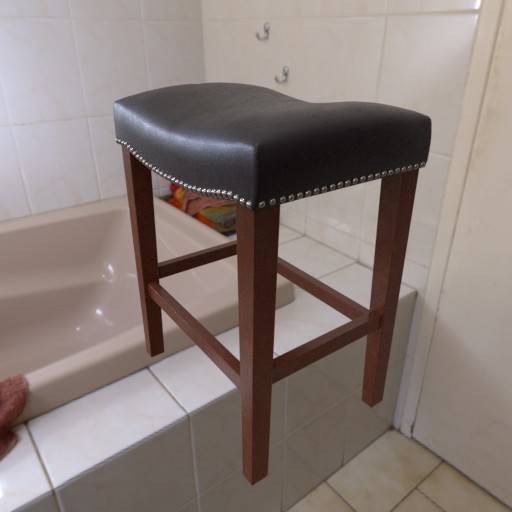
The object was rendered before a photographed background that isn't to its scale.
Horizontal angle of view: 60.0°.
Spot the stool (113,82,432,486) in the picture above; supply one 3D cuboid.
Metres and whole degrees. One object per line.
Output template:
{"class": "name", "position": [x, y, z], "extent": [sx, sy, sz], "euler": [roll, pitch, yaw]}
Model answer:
{"class": "stool", "position": [0.000, 0.000, 0.940], "extent": [0.372, 0.654, 0.504], "euler": [-18, 32, -32]}
